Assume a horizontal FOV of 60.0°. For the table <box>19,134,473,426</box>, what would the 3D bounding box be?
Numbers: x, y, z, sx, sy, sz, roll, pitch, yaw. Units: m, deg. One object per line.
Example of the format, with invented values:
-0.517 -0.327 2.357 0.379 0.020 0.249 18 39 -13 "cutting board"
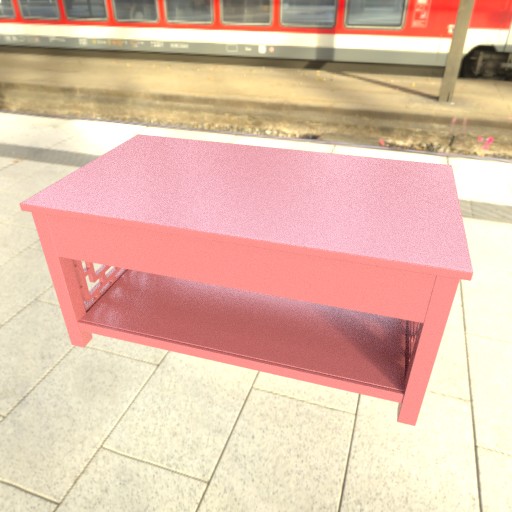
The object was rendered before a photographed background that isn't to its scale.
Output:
0.000 0.000 1.372 1.068 0.493 0.612 9 34 14 "table"
